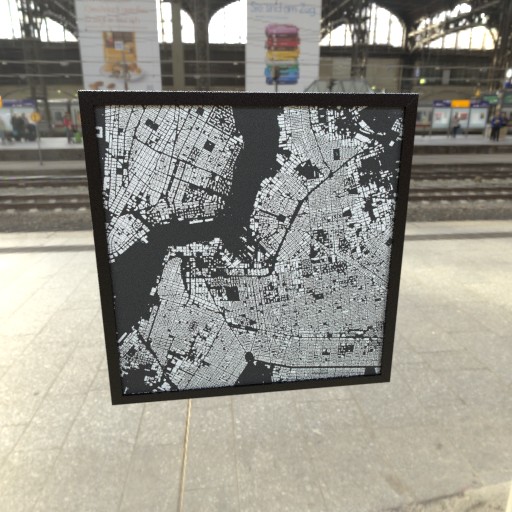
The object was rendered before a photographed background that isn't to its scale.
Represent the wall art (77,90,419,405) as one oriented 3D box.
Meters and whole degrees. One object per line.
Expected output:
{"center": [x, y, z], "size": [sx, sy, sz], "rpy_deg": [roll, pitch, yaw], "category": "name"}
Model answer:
{"center": [0.000, 0.000, 1.098], "size": [0.755, 0.761, 0.038], "rpy_deg": [-2, 17, -8], "category": "wall art"}
